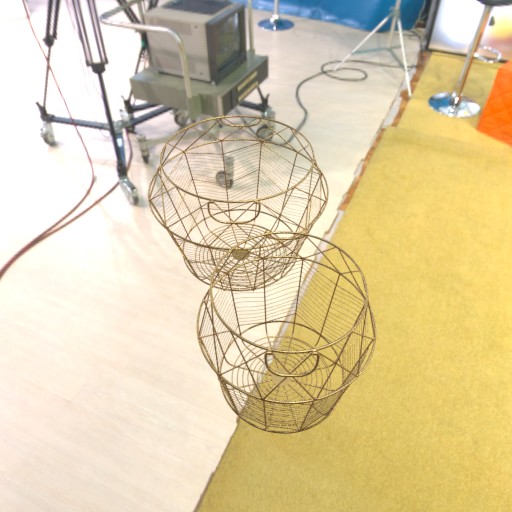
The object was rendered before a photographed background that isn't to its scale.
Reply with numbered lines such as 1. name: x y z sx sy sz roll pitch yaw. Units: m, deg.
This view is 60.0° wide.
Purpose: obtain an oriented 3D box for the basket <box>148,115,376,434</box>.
1. basket: 0.000 0.000 1.049 0.451 0.343 0.805 -10 47 -10
